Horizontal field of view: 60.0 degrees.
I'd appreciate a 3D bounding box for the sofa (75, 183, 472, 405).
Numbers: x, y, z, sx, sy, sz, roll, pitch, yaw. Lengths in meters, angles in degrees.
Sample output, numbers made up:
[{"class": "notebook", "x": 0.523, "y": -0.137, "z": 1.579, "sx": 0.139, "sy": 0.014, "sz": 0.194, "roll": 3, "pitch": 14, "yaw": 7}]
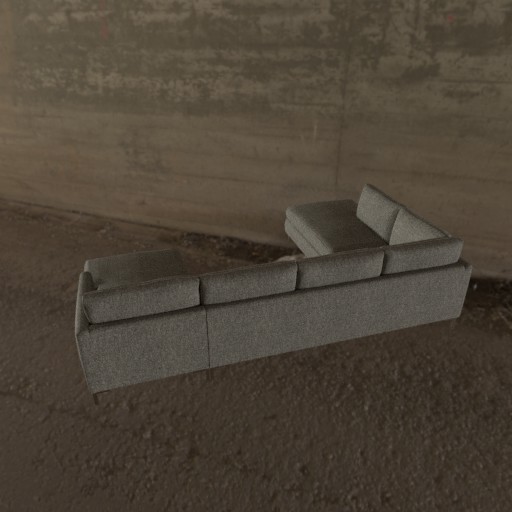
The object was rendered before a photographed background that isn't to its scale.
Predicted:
[{"class": "sofa", "x": 0.000, "y": 0.000, "z": 3.684, "sx": 2.737, "sy": 0.756, "sz": 1.879, "roll": -8, "pitch": 29, "yaw": -15}]
